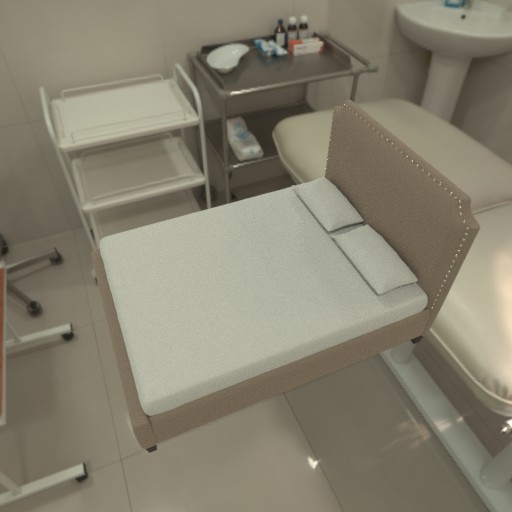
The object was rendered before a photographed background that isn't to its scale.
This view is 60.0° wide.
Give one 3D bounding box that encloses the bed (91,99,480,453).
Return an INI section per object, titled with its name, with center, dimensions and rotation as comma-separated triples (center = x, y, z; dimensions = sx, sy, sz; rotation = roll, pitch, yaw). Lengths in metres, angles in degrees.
[bed]
center = 0.000, 0.000, 3.389
dimensions = 2.372, 1.443, 1.713
rotation = -17, 48, -16
